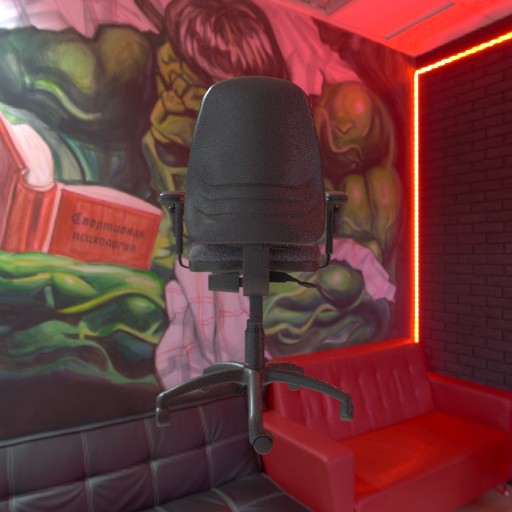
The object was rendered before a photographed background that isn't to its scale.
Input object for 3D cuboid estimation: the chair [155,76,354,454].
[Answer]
[{"bbox_3d":[0.000,0.000,1.277,0.550,0.910,0.530,0,0,-1],"label":"chair"}]
